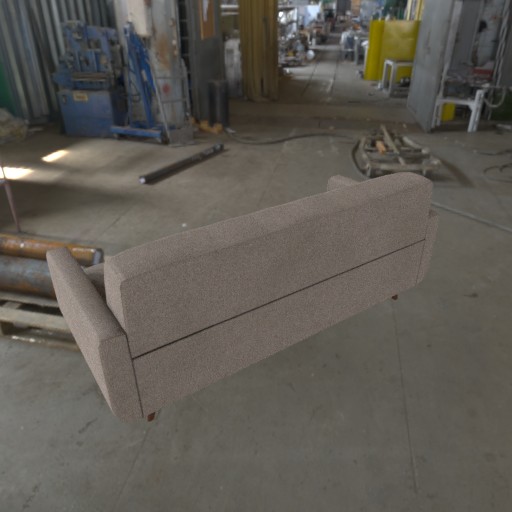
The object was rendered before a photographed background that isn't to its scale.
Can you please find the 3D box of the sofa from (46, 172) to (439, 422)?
[{"bbox_3d":[0.000,0.000,2.513,2.029,0.841,0.909,-19,35,-30],"label":"sofa"}]
